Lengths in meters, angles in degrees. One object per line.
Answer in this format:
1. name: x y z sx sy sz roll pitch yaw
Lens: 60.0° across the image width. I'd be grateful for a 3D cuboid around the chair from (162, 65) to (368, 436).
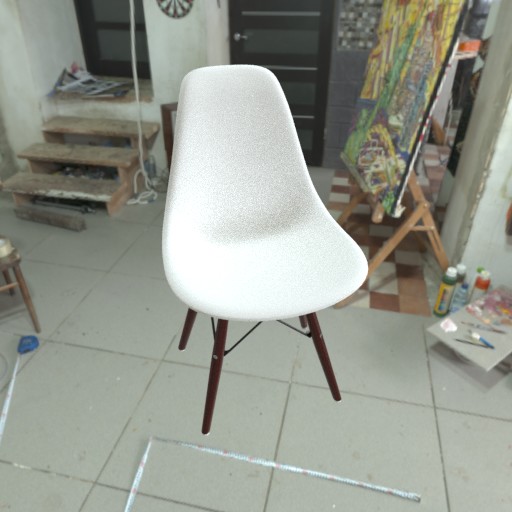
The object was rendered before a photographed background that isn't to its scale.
1. chair: 0.000 0.000 1.134 0.470 0.826 0.533 -9 34 -14
